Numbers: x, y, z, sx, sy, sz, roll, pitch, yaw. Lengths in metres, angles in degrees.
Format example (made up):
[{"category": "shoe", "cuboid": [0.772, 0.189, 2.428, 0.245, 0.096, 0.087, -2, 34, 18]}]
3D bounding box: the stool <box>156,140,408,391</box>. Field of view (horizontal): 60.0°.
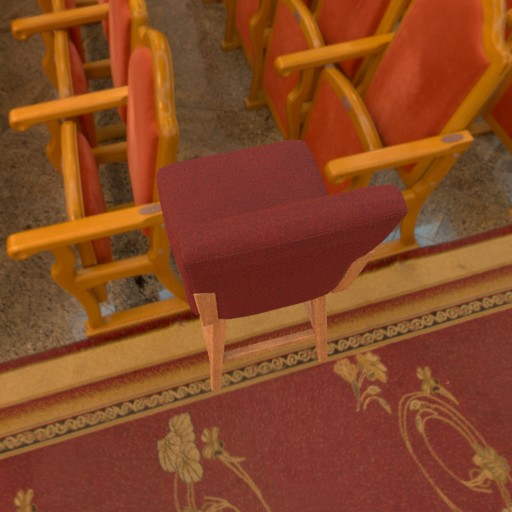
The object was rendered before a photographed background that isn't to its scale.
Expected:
[{"category": "stool", "cuboid": [0.000, 0.000, 1.303, 0.468, 1.038, 0.562, -13, 59, -8]}]
